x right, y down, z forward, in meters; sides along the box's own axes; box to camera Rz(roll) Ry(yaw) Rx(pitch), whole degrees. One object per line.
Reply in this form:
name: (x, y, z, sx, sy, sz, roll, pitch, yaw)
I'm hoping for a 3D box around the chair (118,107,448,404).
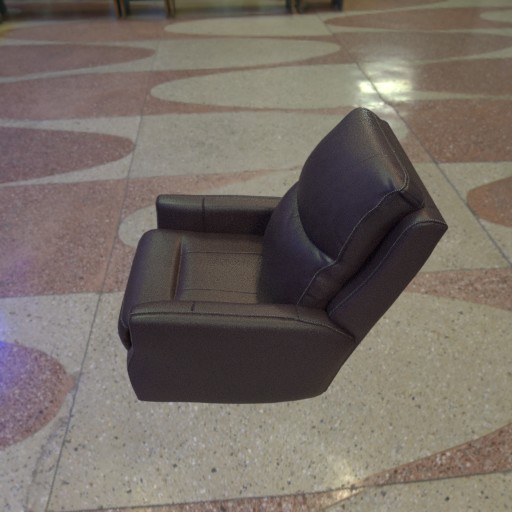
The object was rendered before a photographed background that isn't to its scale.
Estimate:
chair: (0.000, 0.000, 1.775, 1.080, 1.030, 0.829, -1, 42, -1)
